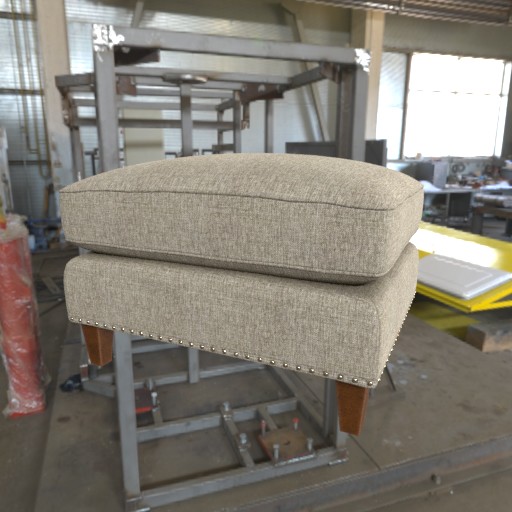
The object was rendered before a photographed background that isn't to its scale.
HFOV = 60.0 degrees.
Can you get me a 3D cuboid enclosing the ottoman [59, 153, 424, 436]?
[{"bbox_3d":[0.000,0.000,1.133,0.741,0.513,0.584,6,15,25],"label":"ottoman"}]
